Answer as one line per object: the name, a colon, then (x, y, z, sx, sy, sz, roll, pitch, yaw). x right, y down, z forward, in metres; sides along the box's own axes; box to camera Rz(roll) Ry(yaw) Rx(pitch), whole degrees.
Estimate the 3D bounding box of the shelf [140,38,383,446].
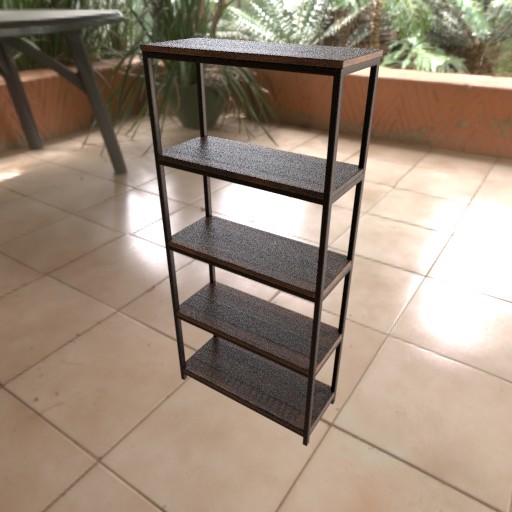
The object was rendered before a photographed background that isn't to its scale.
shelf: (0.000, 0.000, 2.171, 0.874, 1.860, 0.359, 19, 36, 28)
